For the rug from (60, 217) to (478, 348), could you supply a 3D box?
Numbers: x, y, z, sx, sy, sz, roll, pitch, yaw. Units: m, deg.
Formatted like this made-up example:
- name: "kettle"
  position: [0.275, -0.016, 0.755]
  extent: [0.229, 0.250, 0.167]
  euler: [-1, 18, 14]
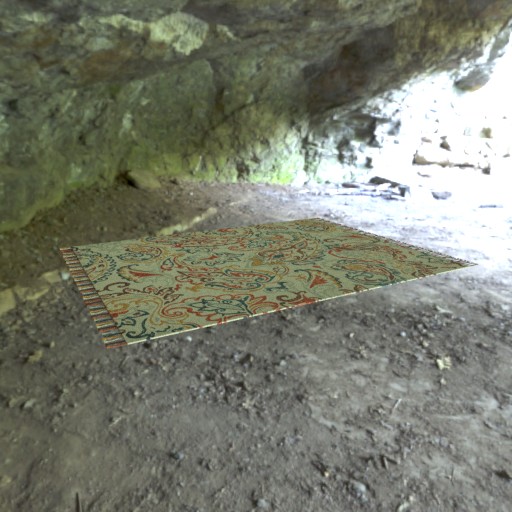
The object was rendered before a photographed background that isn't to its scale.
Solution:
- name: "rug"
  position: [0.000, 0.000, 4.290]
  extent: [3.274, 0.015, 2.439]
  euler: [-9, 19, -28]
